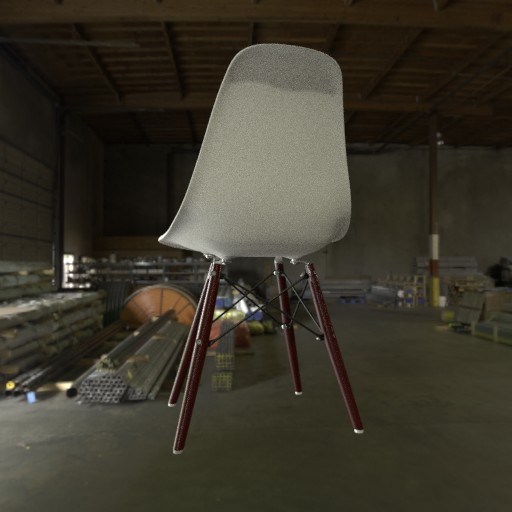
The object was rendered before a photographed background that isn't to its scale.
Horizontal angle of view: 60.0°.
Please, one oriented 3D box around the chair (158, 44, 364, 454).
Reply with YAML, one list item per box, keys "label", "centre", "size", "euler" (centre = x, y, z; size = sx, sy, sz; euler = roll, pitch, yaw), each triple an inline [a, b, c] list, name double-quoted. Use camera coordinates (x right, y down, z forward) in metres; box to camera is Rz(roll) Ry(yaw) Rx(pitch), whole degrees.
- label: "chair"
  centre: [0.000, 0.000, 1.126]
  size: [0.470, 0.826, 0.533]
  euler: [0, -1, -18]
